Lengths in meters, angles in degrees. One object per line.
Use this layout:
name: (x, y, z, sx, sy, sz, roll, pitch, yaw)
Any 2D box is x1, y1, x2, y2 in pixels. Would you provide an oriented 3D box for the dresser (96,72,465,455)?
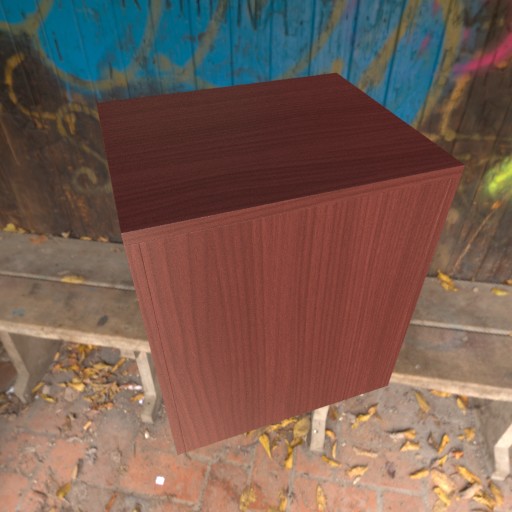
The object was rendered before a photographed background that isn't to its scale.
dresser: (0.000, 0.000, 0.759, 0.400, 0.470, 0.360, -13, 43, -14)
